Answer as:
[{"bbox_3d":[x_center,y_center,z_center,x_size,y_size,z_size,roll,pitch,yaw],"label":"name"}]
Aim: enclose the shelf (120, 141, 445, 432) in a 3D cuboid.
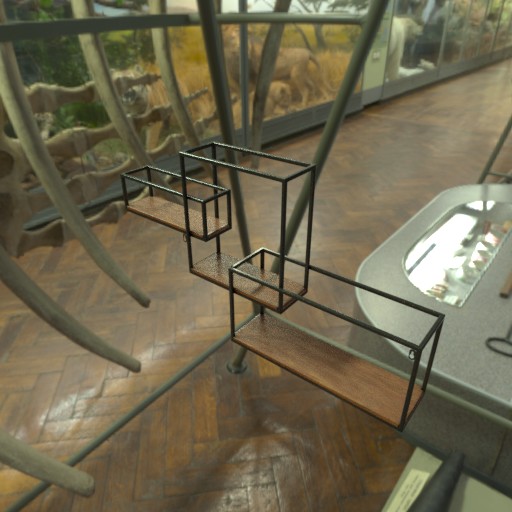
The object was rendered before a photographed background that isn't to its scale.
[{"bbox_3d":[0.000,0.000,2.203,1.781,0.972,0.275,21,36,33],"label":"shelf"}]
